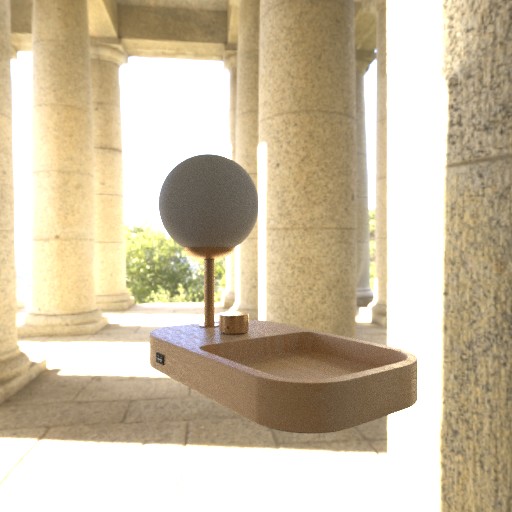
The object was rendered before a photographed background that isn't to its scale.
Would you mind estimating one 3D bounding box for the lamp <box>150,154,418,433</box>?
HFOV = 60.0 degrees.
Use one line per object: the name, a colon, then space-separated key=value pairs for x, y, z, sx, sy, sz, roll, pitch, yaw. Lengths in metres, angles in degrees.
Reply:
lamp: x=0.000 y=0.000 z=0.477 sx=0.173 sy=0.253 sz=0.331 roll=0 pitch=1 yaw=-36
